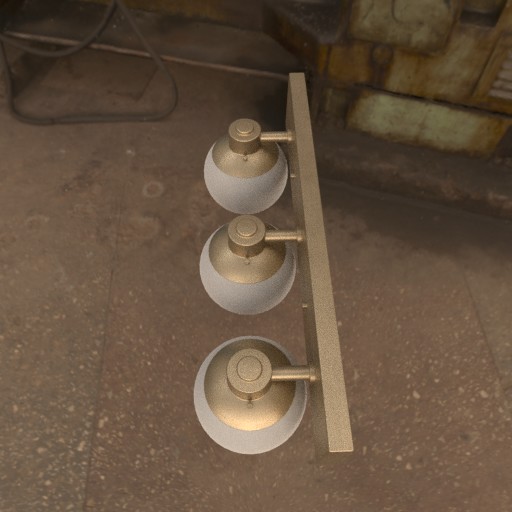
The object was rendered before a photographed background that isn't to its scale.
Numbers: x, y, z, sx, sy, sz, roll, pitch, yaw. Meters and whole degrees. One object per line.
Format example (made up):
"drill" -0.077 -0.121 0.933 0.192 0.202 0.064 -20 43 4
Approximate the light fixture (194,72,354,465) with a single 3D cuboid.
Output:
"light fixture" 0.000 0.000 0.833 0.218 0.263 0.721 -1 58 -1
